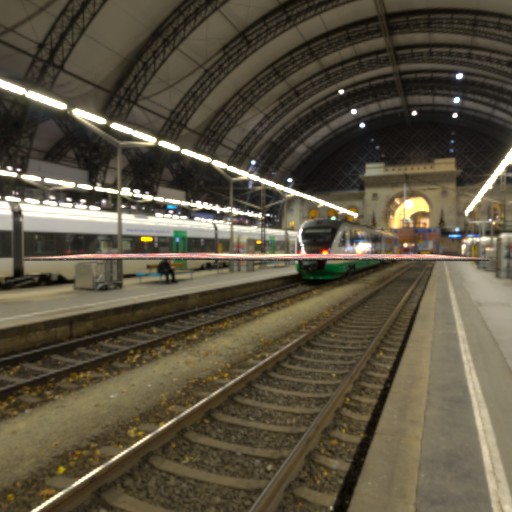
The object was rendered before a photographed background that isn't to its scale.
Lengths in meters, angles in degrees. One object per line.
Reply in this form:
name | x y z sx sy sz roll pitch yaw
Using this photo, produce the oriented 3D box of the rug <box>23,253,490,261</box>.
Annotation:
rug | 0.000 0.000 3.631 3.032 0.034 1.522 0 1 1
